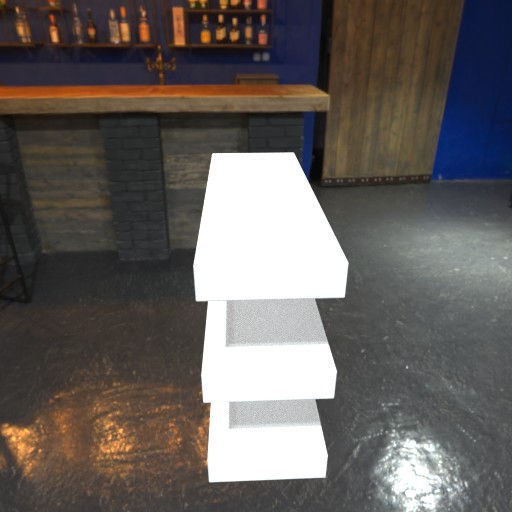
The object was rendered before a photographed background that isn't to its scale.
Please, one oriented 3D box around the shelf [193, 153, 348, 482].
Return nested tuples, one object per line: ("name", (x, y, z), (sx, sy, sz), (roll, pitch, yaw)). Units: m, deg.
("shelf", (0.000, 0.000, 0.735), (0.140, 0.293, 0.610), (-1, 27, -2))
